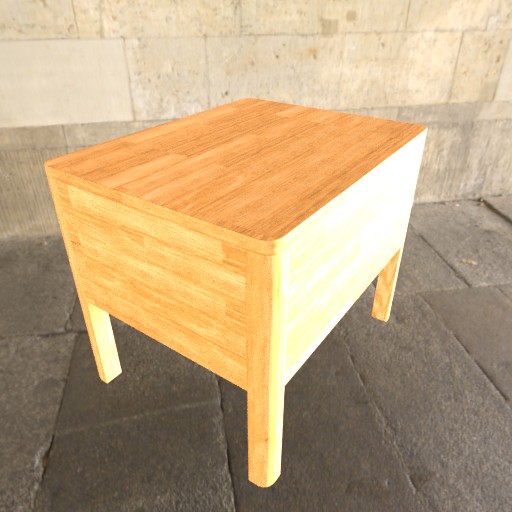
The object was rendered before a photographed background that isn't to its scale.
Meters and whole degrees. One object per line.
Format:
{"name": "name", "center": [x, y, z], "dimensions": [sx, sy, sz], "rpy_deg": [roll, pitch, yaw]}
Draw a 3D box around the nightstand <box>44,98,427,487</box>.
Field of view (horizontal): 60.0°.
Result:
{"name": "nightstand", "center": [0.000, 0.000, 0.904], "dimensions": [0.440, 0.470, 0.560], "rpy_deg": [20, 37, 29]}
